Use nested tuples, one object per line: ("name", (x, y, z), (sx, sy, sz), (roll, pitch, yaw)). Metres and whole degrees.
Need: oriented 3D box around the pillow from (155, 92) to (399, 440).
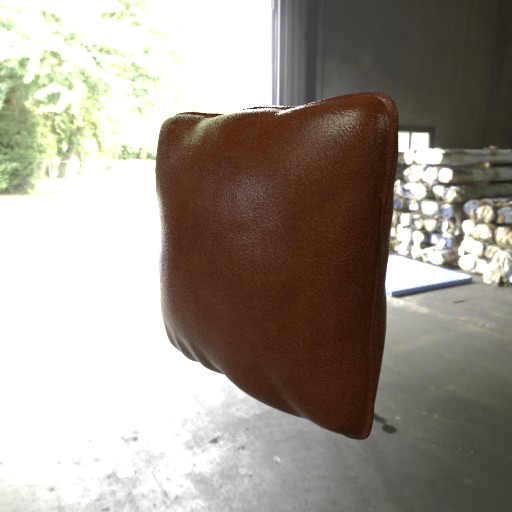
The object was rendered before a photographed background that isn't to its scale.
("pillow", (0.000, 0.000, 0.805), (0.236, 0.523, 0.532), (-12, 18, -43))
